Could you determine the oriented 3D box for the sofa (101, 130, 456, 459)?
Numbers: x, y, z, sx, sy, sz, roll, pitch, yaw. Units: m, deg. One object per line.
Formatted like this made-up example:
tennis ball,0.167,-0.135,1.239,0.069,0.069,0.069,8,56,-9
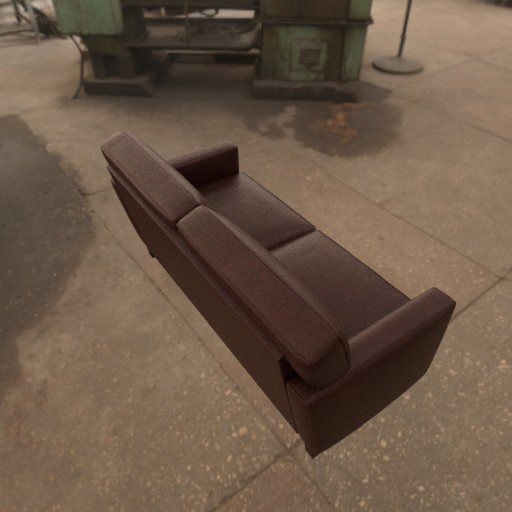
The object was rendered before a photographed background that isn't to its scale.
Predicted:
sofa,0.000,0.000,2.370,0.912,0.928,1.876,-25,47,-26
